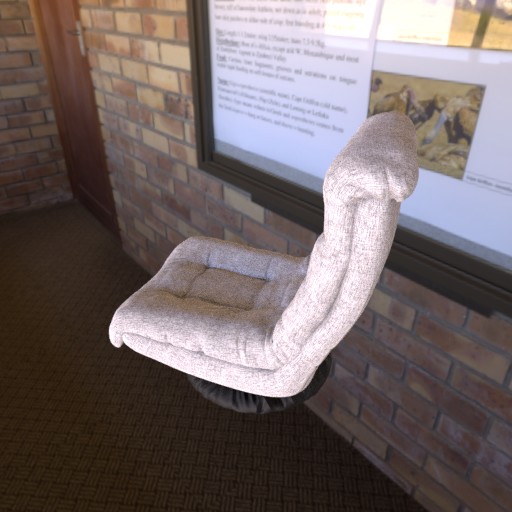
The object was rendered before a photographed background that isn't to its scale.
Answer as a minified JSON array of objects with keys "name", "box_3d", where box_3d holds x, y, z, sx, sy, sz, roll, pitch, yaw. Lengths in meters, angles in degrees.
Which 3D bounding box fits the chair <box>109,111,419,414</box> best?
[{"name":"chair","box_3d":[0.000,0.000,0.965,0.583,0.600,0.400,9,32,15]}]
